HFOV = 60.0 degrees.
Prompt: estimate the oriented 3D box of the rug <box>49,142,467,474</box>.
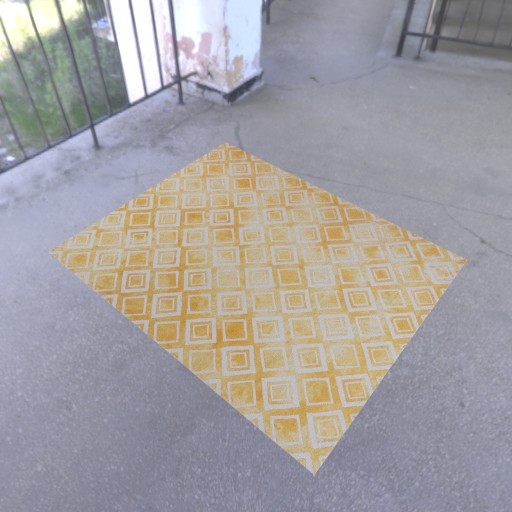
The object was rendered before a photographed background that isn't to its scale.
[{"bbox_3d":[0.000,0.000,4.119,3.037,0.011,2.433,32,54,26],"label":"rug"}]
